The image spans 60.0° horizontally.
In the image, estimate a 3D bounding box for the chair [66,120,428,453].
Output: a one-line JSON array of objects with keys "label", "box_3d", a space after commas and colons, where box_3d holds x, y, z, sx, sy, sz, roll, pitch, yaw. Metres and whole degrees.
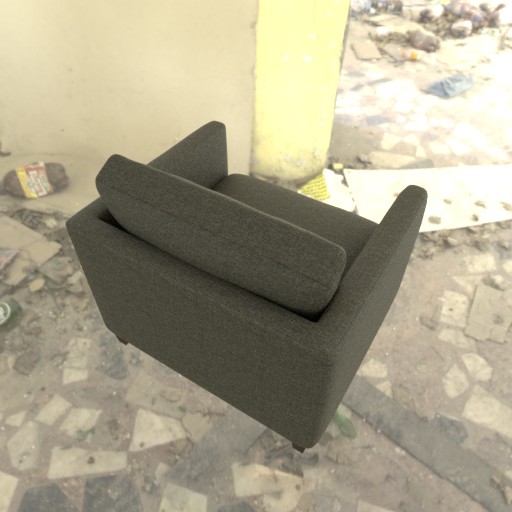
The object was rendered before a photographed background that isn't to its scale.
[{"label": "chair", "box_3d": [0.000, 0.000, 1.875, 1.107, 0.963, 0.959, 24, 49, 22]}]
